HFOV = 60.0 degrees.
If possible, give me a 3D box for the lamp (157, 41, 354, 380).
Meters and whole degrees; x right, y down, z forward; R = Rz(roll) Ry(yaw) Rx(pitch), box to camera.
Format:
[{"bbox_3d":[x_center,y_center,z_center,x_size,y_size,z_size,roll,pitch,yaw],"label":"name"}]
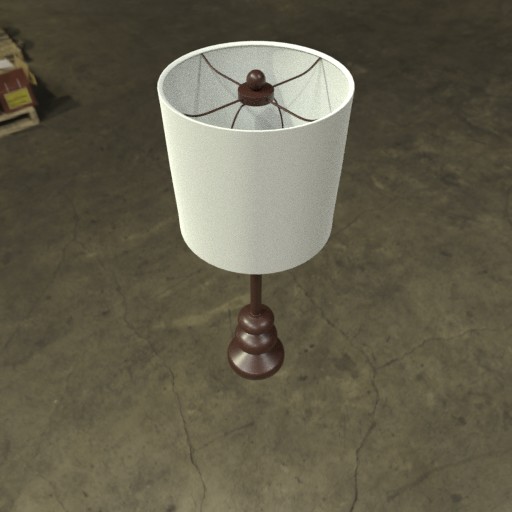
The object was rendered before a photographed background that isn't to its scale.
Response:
[{"bbox_3d":[0.000,0.000,0.816,0.254,0.690,0.254,-32,54,-27],"label":"lamp"}]
